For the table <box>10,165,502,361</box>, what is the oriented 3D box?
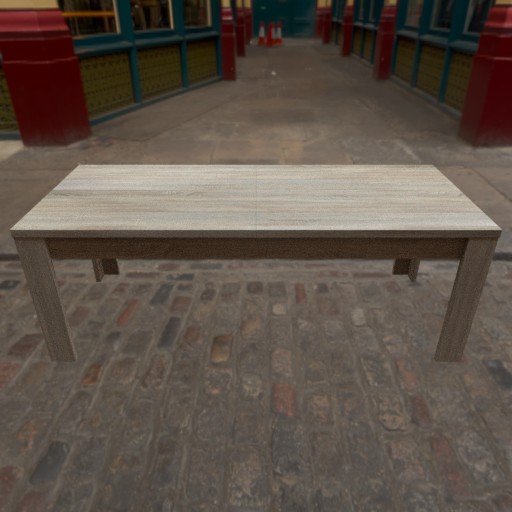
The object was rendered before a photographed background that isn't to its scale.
[{"bbox_3d":[0.000,0.000,2.566,2.200,0.790,0.900,0,30,0],"label":"table"}]
